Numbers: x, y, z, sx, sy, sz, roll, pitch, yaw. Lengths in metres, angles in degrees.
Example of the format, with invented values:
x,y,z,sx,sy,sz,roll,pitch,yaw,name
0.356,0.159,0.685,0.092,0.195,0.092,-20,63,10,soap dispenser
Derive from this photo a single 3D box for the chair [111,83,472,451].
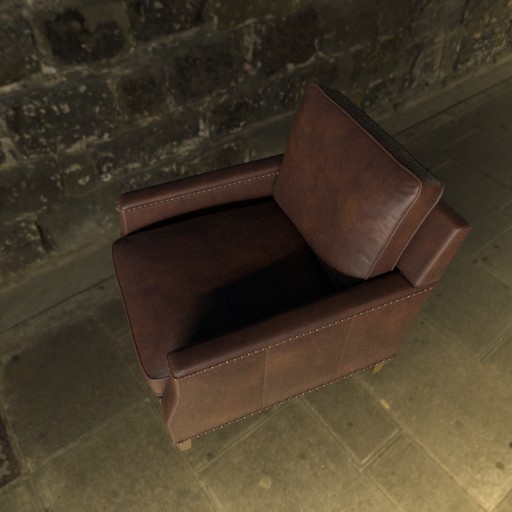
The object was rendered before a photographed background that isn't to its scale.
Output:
x,y,z,sx,sy,sz,roll,pitch,yaw,name
0.000,0.000,1.651,1.014,0.929,0.853,-17,49,-15,chair
